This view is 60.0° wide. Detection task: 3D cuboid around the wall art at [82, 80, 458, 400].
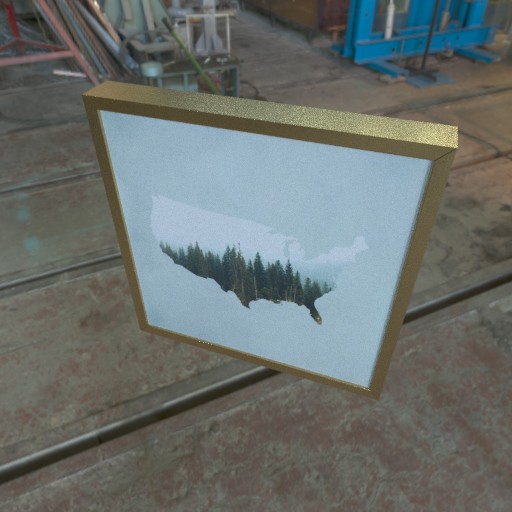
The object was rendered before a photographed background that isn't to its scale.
[{"bbox_3d":[0.000,0.000,0.451,0.304,0.304,0.038,13,41,15],"label":"wall art"}]
